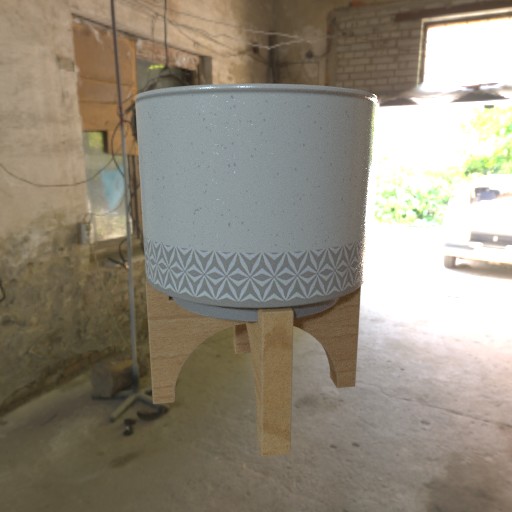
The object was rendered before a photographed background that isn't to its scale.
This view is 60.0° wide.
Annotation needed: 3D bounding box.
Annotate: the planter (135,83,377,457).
[{"bbox_3d":[0.000,0.000,0.266,0.130,0.178,0.130,0,14,0],"label":"planter"}]
